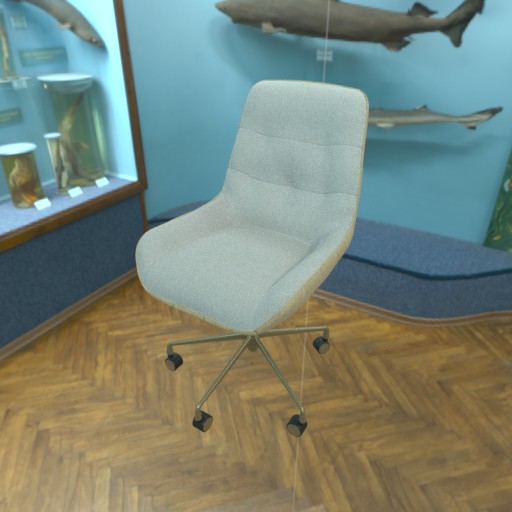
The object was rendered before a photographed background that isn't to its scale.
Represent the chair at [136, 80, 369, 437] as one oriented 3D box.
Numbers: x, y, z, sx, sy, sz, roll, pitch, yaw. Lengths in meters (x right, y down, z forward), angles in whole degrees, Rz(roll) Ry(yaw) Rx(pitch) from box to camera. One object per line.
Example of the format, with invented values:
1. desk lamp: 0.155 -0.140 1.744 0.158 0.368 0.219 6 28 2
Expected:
1. chair: 0.000 0.000 1.384 0.564 0.952 0.668 18 34 28
